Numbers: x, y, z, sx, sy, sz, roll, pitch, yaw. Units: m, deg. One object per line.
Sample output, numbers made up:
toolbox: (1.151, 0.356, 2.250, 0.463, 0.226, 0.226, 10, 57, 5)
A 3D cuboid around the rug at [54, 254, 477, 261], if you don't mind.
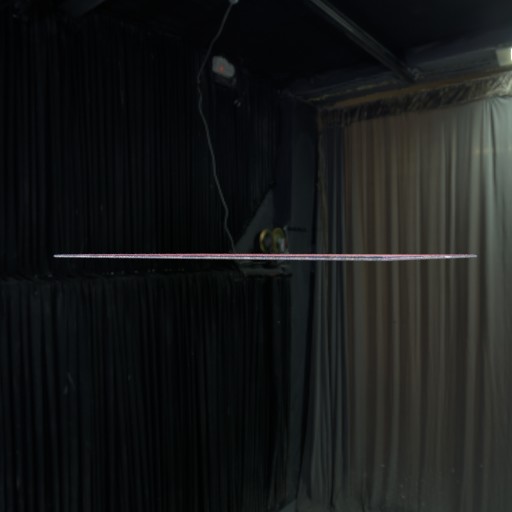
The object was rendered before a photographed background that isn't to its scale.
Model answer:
rug: (0.000, 0.000, 3.012, 2.449, 0.018, 1.539, 0, 1, 37)
